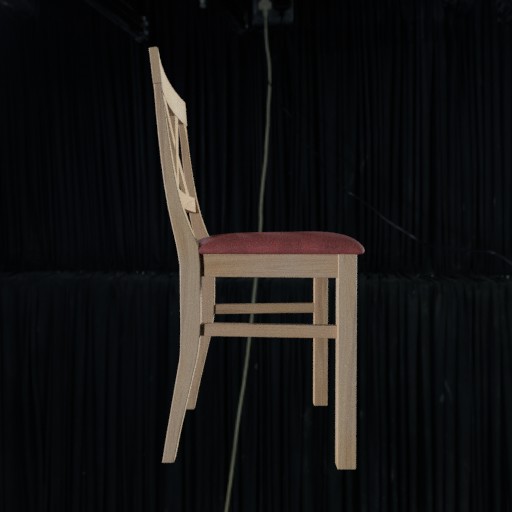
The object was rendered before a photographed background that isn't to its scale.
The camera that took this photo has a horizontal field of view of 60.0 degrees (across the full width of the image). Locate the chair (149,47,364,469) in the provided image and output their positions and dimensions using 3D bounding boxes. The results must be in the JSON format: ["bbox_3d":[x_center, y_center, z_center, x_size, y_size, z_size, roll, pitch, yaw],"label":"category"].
[{"bbox_3d":[0.000,0.000,1.155,0.492,0.912,0.439,0,1,0],"label":"chair"}]
